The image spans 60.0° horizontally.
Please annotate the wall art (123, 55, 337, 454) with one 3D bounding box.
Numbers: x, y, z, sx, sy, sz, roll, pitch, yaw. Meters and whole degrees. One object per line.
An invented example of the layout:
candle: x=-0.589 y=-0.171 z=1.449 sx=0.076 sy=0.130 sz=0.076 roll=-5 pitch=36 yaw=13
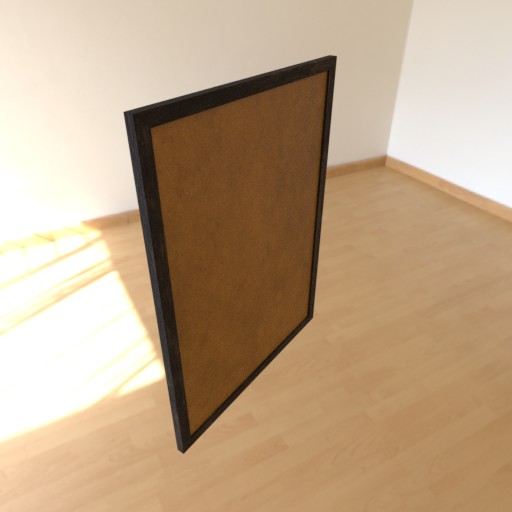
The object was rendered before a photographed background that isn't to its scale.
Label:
wall art: x=0.000 y=0.000 z=1.399 sx=0.029 sy=1.066 sz=0.812 roll=22 pitch=39 yaw=30
